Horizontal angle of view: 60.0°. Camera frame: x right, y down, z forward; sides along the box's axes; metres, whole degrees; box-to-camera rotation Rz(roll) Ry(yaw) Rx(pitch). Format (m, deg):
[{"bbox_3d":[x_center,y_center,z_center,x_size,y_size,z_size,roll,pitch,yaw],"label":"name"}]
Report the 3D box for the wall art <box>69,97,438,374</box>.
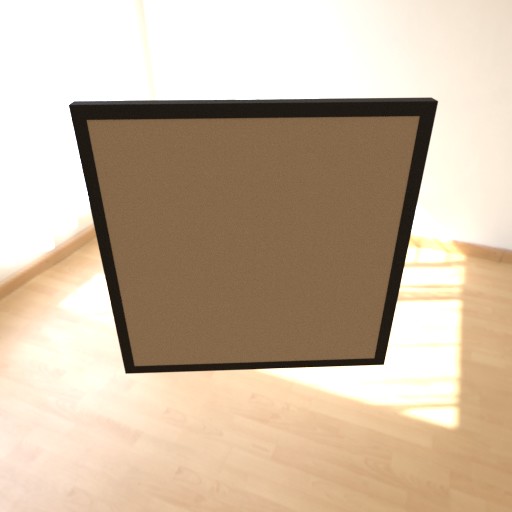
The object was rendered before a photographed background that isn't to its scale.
[{"bbox_3d":[0.000,0.000,0.451,0.306,0.304,0.015,-1,31,-2],"label":"wall art"}]
